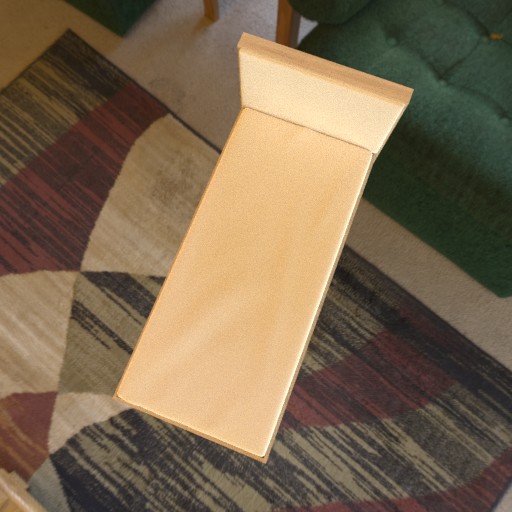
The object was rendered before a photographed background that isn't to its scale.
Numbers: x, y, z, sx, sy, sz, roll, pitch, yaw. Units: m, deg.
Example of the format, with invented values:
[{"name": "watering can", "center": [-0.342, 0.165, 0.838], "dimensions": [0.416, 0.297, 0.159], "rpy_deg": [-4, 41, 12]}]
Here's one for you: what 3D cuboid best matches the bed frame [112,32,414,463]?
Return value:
[{"name": "bed frame", "center": [0.000, 0.000, 2.651], "dimensions": [0.990, 0.920, 2.140], "rpy_deg": [21, 77, 5]}]
